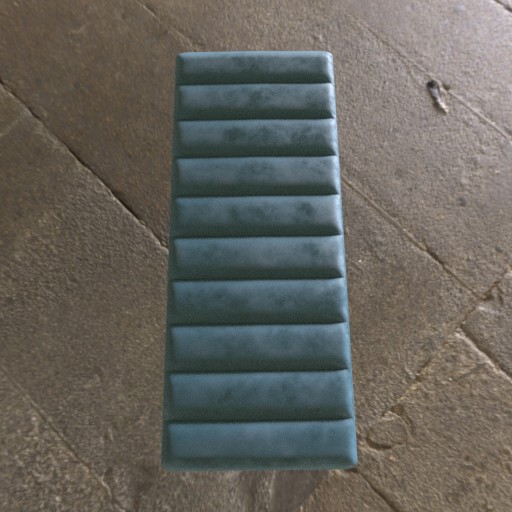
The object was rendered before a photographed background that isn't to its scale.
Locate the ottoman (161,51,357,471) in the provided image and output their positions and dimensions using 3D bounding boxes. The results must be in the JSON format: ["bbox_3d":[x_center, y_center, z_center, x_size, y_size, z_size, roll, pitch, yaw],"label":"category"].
[{"bbox_3d":[0.000,0.000,1.373,0.482,0.469,1.151,-1,76,0],"label":"ottoman"}]
